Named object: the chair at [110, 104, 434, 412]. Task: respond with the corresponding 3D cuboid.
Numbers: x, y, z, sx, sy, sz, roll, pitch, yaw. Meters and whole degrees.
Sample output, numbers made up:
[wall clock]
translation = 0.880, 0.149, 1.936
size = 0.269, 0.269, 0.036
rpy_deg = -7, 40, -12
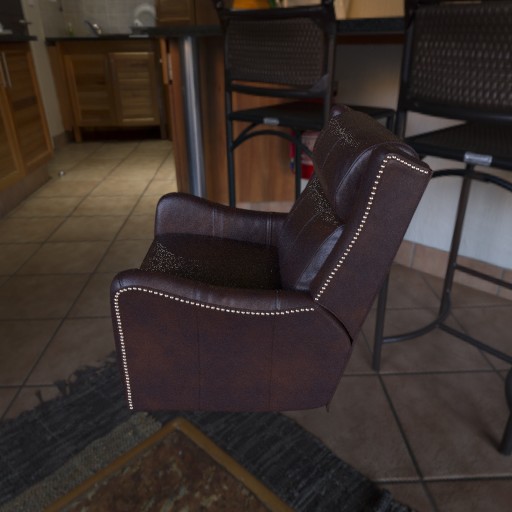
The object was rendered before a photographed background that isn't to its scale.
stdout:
[chair]
translation = 0.000, 0.000, 1.820
size = 1.008, 1.084, 0.869
rpy_deg = 0, 27, 0
